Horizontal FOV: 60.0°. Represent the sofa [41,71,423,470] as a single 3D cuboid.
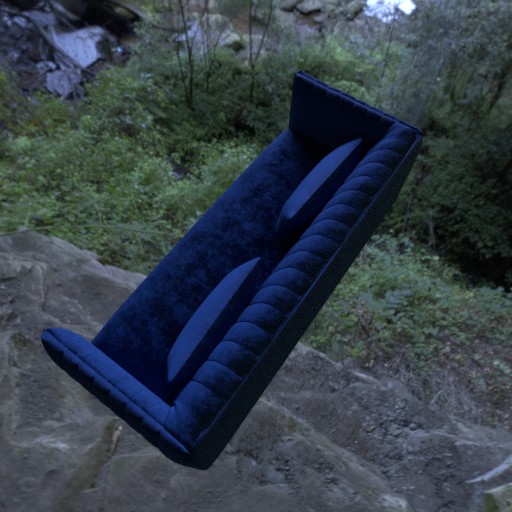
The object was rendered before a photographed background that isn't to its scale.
[{"bbox_3d":[0.000,0.000,2.501,0.896,0.793,2.136,32,67,16],"label":"sofa"}]
